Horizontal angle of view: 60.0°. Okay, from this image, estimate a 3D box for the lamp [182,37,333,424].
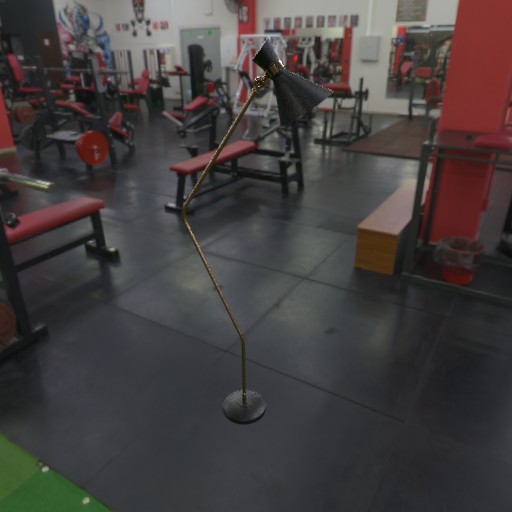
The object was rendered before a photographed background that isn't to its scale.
[{"bbox_3d":[0.000,0.000,1.627,0.467,1.438,0.277,16,30,31],"label":"lamp"}]
